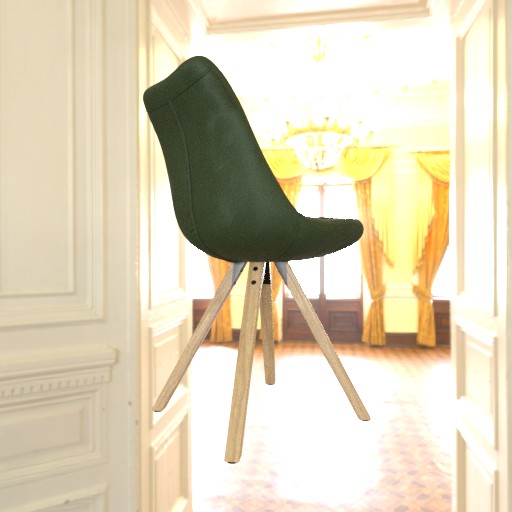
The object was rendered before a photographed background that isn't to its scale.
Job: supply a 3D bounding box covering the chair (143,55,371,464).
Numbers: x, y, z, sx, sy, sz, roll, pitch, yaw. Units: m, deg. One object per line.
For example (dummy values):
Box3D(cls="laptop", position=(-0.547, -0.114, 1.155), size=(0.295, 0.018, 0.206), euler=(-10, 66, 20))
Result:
Box3D(cls="chair", position=(0.000, 0.000, 1.205), size=(0.547, 0.865, 0.483), euler=(0, 0, -36))
